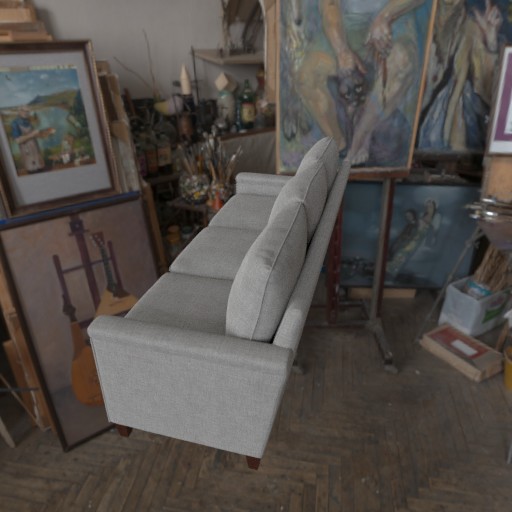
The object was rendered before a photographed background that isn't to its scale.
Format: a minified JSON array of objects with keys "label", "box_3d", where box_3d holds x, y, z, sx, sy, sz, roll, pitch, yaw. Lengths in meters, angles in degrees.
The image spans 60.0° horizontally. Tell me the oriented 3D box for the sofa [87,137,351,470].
[{"label":"sofa","box_3d":[0.000,0.000,2.437,0.828,0.959,1.925,8,30,14]}]
